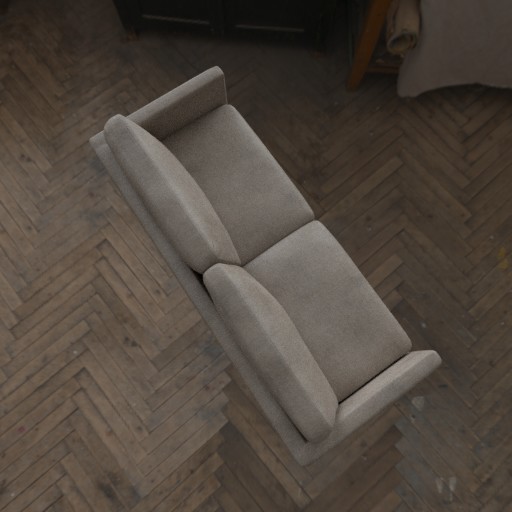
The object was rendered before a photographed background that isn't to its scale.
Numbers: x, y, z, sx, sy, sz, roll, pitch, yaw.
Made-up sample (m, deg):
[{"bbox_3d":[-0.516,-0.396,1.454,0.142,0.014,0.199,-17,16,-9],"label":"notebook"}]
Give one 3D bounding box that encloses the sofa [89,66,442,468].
[{"bbox_3d":[0.000,0.000,2.732,0.951,0.965,2.208,-34,78,-8],"label":"sofa"}]
